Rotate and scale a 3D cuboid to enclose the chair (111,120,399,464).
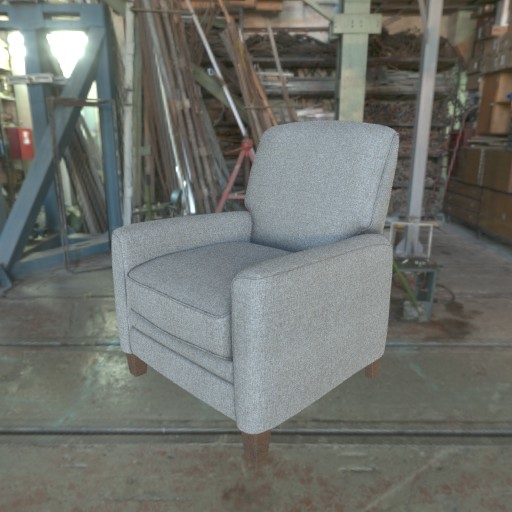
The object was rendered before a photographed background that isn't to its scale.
[{"bbox_3d":[0.000,0.000,1.708,0.848,1.014,0.864,15,22,43],"label":"chair"}]
